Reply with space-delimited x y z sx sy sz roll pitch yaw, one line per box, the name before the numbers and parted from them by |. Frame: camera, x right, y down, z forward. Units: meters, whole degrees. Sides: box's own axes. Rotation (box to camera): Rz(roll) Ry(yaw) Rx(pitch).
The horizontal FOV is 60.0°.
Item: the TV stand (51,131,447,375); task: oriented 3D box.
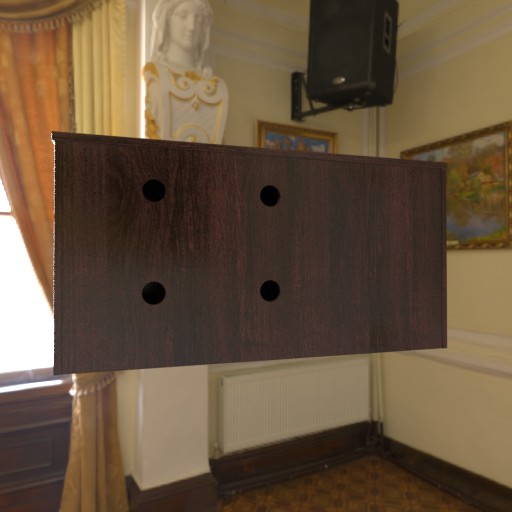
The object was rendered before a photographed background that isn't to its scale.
TV stand | 0.000 0.000 1.470 1.192 0.614 0.404 0 -1 -17
